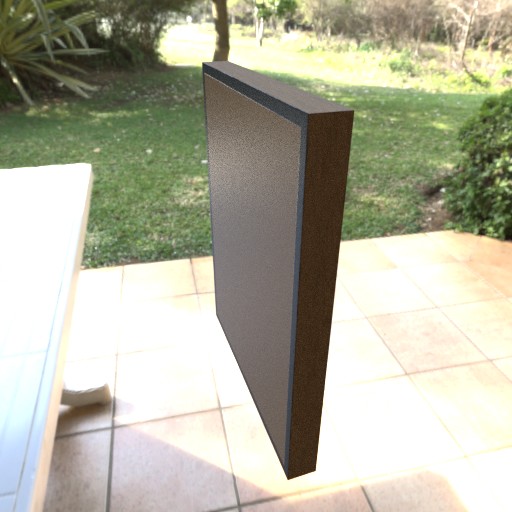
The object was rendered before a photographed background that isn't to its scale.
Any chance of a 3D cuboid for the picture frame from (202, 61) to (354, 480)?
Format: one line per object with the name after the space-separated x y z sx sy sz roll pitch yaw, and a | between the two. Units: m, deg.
0.000 0.000 0.702 0.046 0.526 0.421 -10 31 -16 | picture frame
